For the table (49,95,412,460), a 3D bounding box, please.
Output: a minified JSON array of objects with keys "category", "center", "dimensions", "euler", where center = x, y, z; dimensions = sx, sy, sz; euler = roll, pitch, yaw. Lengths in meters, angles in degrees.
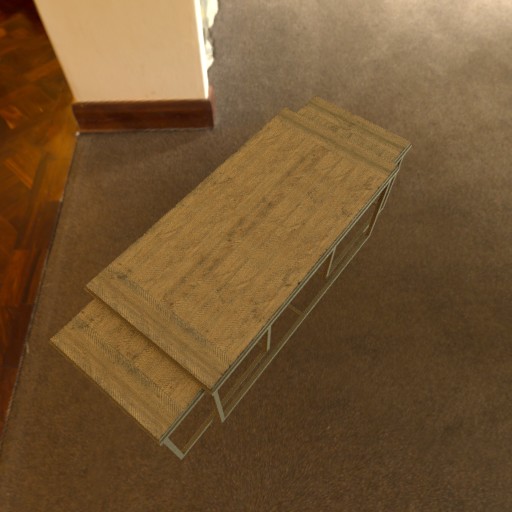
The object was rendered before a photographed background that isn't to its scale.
[{"category":"table","center":[0.000,0.000,1.569],"dimensions":[0.489,0.427,1.312],"euler":[34,64,19]}]
